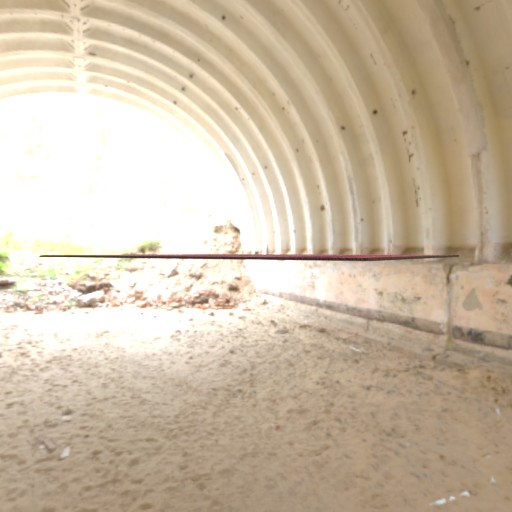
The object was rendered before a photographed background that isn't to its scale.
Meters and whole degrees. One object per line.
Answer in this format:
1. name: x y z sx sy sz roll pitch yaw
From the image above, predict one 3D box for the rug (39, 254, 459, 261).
1. rug: 0.000 0.000 4.068 3.032 0.020 2.411 0 1 35
